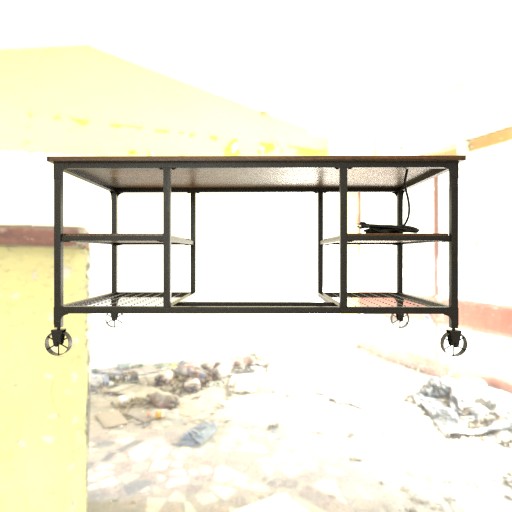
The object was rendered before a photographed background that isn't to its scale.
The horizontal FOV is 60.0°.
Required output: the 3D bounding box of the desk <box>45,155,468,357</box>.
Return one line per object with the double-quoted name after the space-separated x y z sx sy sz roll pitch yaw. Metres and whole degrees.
0.000 0.000 2.005 1.590 0.751 0.711 0 0 1 "desk"
